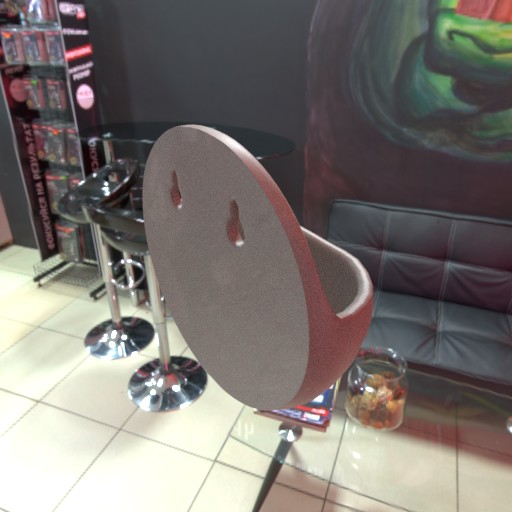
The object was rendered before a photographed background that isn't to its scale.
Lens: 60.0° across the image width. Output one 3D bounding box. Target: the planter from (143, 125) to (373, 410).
[{"bbox_3d":[0.000,0.000,0.276,0.073,0.164,0.190,-18,32,-32],"label":"planter"}]
